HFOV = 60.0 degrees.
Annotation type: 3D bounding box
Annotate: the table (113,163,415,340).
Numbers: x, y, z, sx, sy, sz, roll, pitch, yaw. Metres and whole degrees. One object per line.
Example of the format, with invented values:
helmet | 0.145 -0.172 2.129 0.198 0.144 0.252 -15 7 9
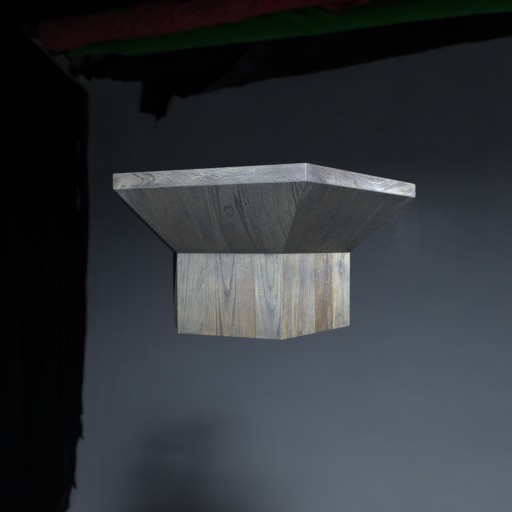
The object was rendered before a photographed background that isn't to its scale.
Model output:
table | 0.000 0.000 1.652 1.115 0.488 0.966 0 1 17
